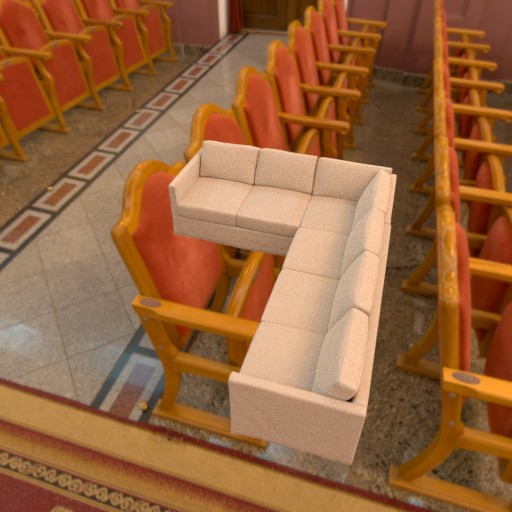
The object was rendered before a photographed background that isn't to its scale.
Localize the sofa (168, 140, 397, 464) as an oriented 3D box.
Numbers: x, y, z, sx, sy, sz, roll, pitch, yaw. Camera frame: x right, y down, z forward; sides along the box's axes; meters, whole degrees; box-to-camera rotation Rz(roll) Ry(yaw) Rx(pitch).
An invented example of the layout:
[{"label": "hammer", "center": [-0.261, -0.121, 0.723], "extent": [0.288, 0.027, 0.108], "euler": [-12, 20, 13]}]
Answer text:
[{"label": "sofa", "center": [0.000, 0.000, 4.361], "extent": [2.432, 0.871, 3.182], "euler": [11, 41, 13]}]
